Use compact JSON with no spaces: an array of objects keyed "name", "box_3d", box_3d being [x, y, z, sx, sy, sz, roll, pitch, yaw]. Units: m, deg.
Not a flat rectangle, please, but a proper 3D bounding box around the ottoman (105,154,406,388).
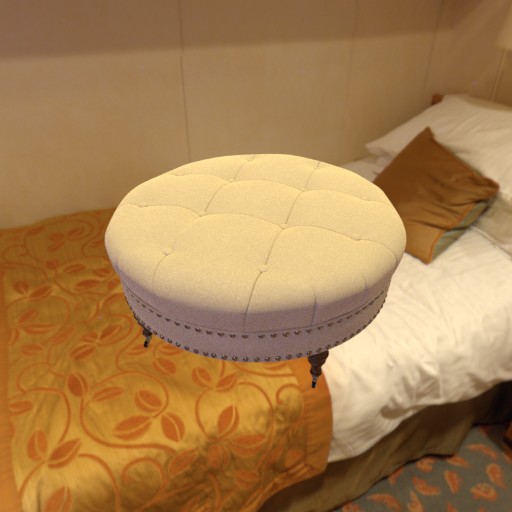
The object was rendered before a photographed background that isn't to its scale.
[{"name":"ottoman","box_3d":[0.000,0.000,1.437,0.901,0.439,0.901,0,33,0]}]
